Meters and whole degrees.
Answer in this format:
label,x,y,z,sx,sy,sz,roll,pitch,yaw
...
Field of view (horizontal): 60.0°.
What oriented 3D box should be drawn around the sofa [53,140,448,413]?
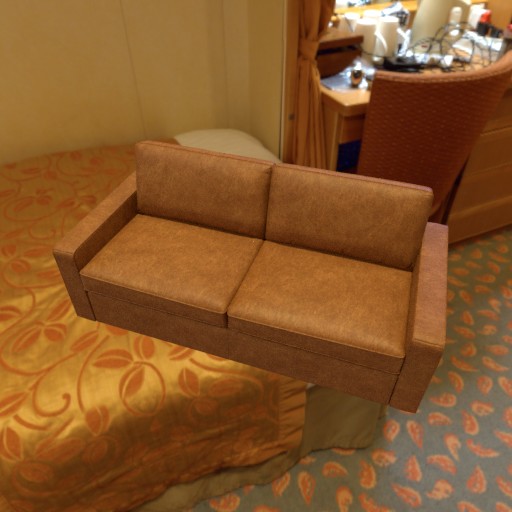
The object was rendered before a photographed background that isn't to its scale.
label,x,y,z,sx,sy,sz,roll,pitch,yaw
sofa,0.000,0.000,2.645,2.156,0.928,0.991,13,42,14
